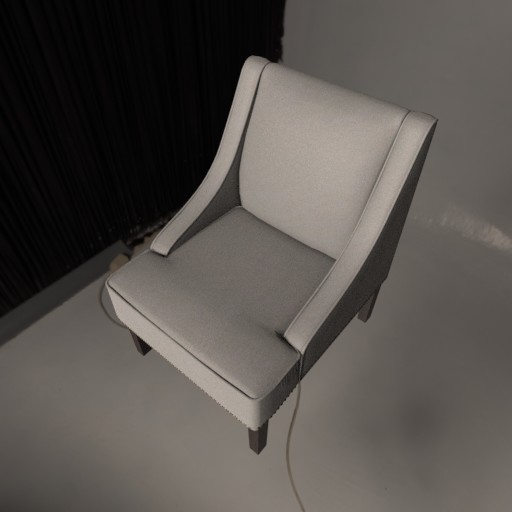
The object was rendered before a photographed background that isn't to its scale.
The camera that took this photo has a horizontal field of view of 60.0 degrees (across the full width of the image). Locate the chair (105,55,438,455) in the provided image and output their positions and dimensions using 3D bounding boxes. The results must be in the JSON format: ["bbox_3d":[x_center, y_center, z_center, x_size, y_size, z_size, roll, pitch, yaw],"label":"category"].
[{"bbox_3d":[0.000,0.000,1.387,0.631,0.867,0.747,31,54,26],"label":"chair"}]
